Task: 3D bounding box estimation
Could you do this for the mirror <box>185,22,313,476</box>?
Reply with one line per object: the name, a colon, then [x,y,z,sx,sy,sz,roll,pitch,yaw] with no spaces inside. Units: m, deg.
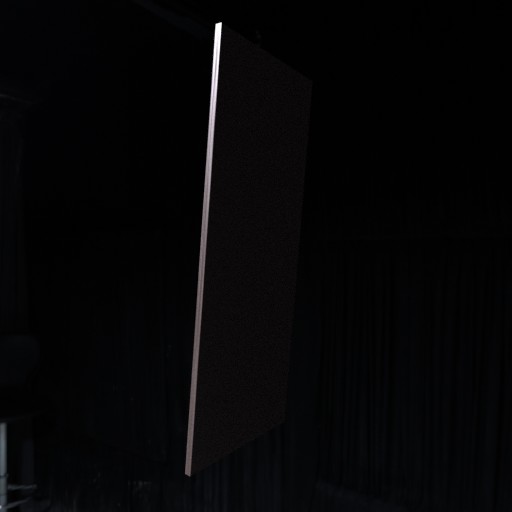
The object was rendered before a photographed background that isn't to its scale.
mirror: [0.000,0.000,2.309,0.221,2.020,0.812,0,1,36]
